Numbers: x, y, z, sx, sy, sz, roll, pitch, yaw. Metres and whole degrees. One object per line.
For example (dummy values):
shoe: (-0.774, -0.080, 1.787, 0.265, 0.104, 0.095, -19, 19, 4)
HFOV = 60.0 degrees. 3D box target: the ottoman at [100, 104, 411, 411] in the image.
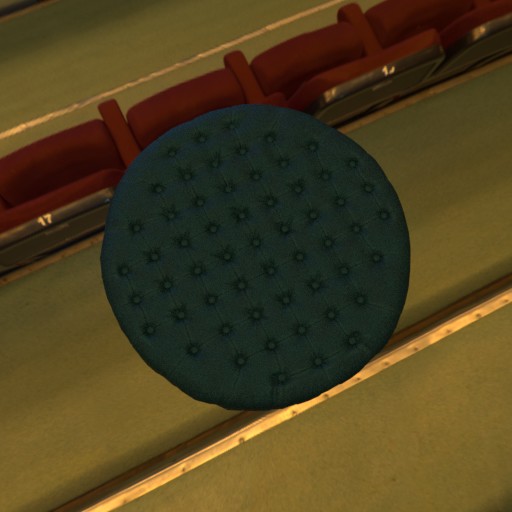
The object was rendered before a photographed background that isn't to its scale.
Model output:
ottoman: (0.000, 0.000, 1.529, 0.998, 0.398, 0.998, 0, 75, 0)
